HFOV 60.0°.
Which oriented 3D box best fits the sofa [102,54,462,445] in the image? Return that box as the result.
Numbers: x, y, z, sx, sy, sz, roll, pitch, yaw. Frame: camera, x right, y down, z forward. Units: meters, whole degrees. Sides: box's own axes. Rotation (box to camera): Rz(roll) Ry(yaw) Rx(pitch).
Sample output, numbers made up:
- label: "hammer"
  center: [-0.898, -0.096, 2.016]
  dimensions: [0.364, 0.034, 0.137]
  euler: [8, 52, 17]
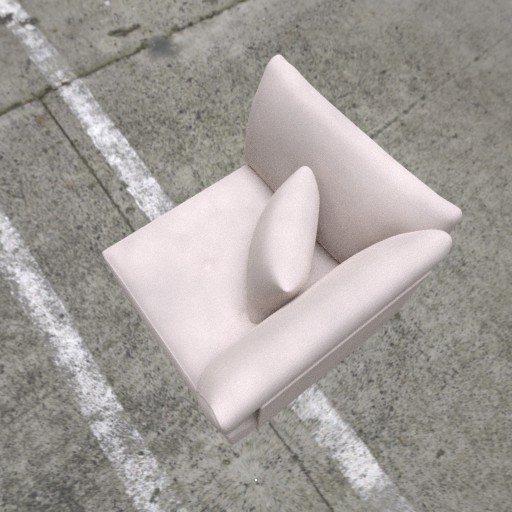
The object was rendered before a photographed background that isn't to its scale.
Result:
- label: "sofa"
  center: [0.000, 0.000, 1.757]
  dimensions: [1.000, 0.820, 1.000]
  euler: [-34, 68, -16]
